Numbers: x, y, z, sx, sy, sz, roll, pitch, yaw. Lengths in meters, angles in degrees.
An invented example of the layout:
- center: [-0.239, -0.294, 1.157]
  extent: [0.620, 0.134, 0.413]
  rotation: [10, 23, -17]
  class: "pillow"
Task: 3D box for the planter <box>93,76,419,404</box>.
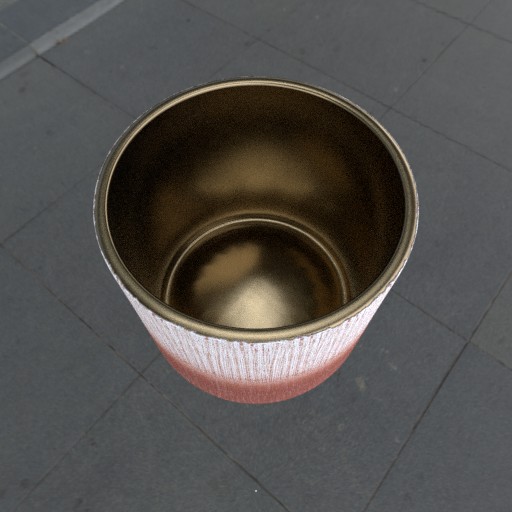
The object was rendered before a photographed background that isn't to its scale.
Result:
- center: [0.000, 0.000, 0.385]
  extent: [0.221, 0.201, 0.221]
  rotation: [0, 62, 0]
  class: "planter"
